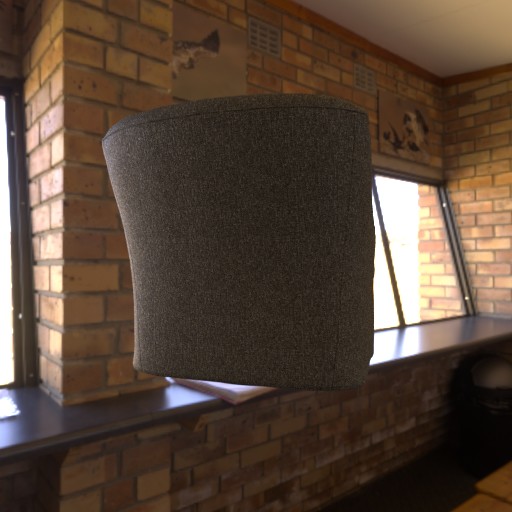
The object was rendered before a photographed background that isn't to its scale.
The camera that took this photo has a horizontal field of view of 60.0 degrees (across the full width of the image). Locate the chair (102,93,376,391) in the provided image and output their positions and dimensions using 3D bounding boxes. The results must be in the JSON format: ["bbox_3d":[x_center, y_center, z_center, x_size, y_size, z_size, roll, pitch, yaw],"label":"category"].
[{"bbox_3d":[0.000,0.000,1.617,0.864,0.856,0.923,0,-1,19],"label":"chair"}]
